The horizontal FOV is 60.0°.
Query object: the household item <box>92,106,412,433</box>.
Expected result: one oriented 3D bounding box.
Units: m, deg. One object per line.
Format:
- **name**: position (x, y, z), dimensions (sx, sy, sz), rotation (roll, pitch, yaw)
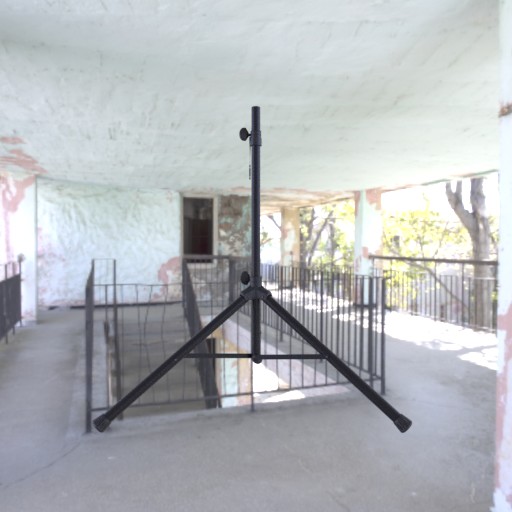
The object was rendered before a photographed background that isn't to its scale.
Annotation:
- **household item**: position (0.000, 0.000, 1.849), dimensions (1.045, 1.136, 0.907), rotation (0, 1, 2)
